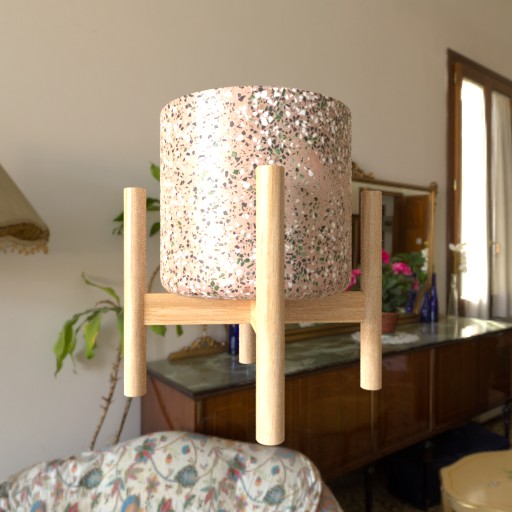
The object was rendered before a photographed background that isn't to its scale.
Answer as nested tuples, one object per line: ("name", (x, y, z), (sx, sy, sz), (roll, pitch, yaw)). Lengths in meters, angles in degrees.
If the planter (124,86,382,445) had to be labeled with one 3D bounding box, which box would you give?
("planter", (0.000, 0.000, 0.527), (0.284, 0.320, 0.284), (0, 0, 17))
